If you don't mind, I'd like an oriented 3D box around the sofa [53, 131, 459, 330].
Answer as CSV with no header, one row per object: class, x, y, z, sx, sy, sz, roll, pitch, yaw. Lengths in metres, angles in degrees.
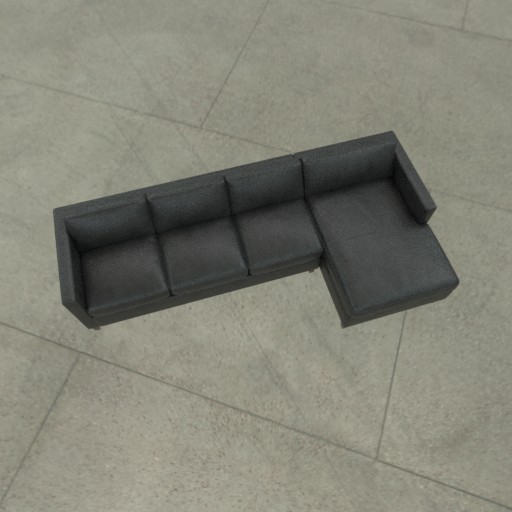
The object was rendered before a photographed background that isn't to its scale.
sofa,0.000,0.000,3.942,3.203,0.883,1.581,-15,63,-7
